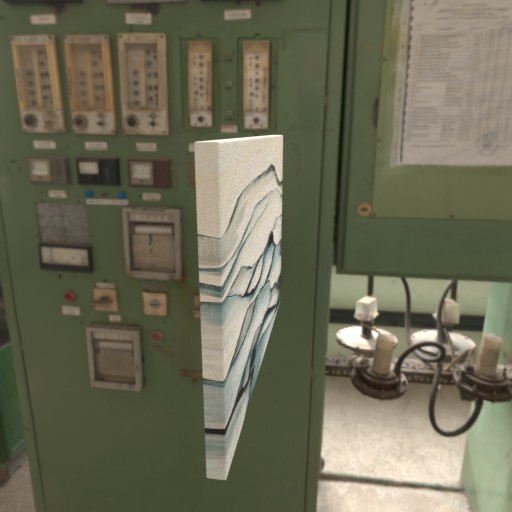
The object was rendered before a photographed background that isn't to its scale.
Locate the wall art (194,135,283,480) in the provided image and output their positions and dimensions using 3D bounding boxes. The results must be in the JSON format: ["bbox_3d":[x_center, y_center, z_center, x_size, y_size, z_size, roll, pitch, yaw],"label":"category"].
[{"bbox_3d":[0.000,0.000,1.175,0.039,0.609,0.914,3,16,9],"label":"wall art"}]
